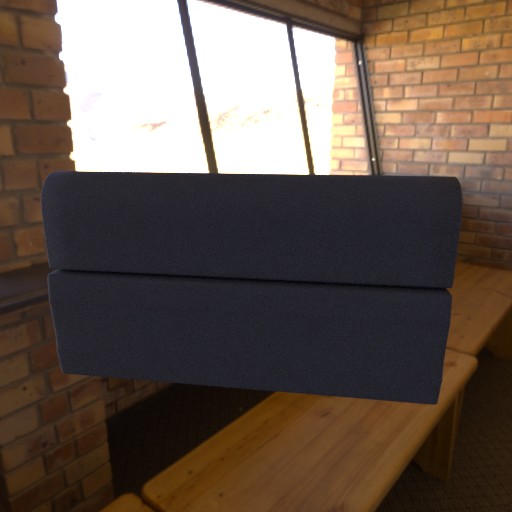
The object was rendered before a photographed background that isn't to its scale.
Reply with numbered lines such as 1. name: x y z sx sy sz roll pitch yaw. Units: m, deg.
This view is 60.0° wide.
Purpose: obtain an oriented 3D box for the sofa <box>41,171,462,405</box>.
1. sofa: 0.000 0.000 1.652 1.219 0.660 0.762 2 16 8
